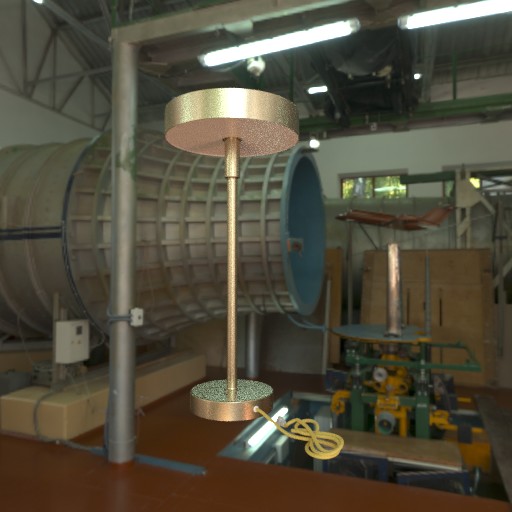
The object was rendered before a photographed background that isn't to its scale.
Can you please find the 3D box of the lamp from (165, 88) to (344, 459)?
[{"bbox_3d":[0.000,0.000,0.699,0.229,0.508,0.369,1,-2,-35],"label":"lamp"}]
